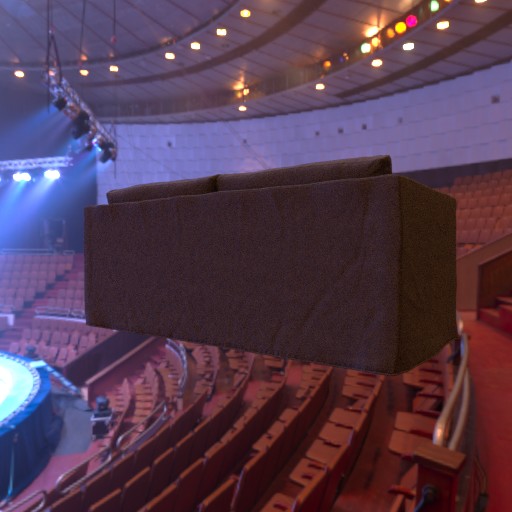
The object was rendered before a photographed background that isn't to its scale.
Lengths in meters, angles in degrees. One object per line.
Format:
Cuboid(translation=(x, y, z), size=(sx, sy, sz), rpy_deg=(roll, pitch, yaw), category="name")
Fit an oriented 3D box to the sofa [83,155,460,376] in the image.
Cuboid(translation=(0.000, 0.000, 2.516), size=(1.982, 0.855, 0.953), rpy_deg=(0, 1, 36), category="sofa")
